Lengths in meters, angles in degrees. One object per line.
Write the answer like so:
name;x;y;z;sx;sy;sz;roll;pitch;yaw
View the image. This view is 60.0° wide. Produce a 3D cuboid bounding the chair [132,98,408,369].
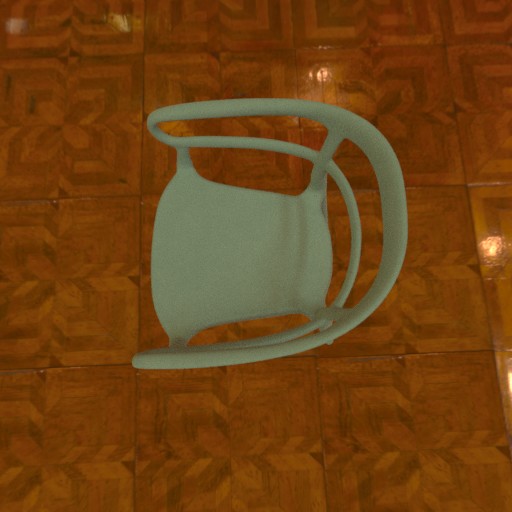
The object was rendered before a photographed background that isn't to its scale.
chair;0.000;0.000;1.141;0.527;0.761;0.559;0;76;0
